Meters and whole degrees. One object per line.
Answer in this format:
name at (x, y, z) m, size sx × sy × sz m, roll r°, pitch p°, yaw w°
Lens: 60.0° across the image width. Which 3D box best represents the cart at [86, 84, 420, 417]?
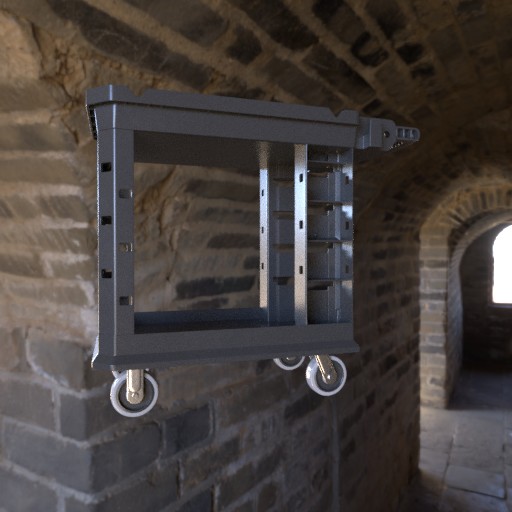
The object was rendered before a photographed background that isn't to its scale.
cart at (0.000, 0.000, 1.511) m, size 1.061 × 0.884 × 0.497 m, roll 0°, pitch 1°, yaw -18°
